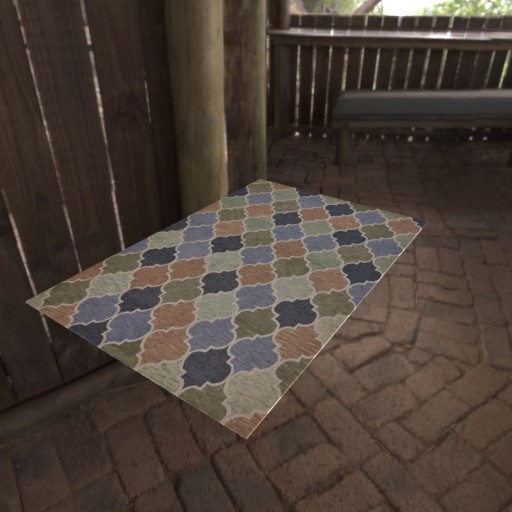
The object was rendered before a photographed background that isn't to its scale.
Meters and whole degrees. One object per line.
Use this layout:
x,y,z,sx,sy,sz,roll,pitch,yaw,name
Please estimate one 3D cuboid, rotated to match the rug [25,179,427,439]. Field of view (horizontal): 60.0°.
0.000,0.000,2.884,1.521,0.006,2.284,20,36,30,rug
